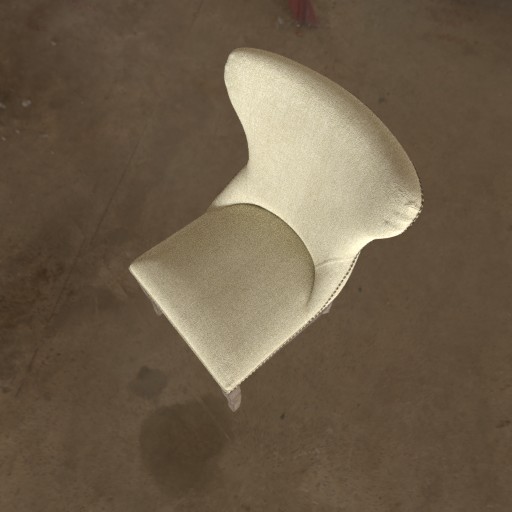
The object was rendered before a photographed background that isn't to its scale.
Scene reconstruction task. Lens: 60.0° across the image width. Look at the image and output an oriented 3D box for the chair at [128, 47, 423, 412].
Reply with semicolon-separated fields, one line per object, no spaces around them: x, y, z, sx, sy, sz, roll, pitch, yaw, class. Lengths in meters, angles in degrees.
0.000;0.000;1.436;0.681;1.002;0.654;-37;69;-17;chair
